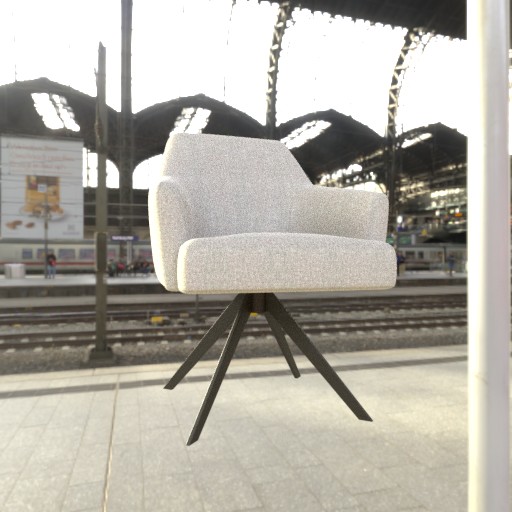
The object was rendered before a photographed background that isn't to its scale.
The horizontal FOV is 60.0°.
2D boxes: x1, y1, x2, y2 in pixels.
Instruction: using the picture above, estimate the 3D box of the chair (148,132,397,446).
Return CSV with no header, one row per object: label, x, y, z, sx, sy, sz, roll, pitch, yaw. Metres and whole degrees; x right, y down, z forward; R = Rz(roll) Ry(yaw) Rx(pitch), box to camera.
chair,0.000,0.000,1.326,0.642,0.874,0.677,0,0,-18
